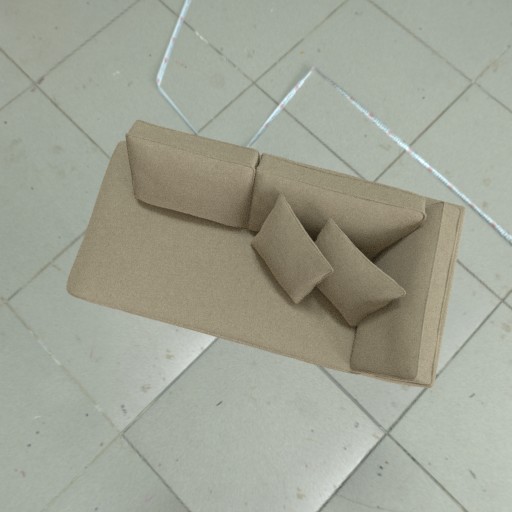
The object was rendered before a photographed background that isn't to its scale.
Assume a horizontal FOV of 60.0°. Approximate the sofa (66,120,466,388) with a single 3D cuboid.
[{"bbox_3d":[0.000,0.000,2.807,2.237,1.033,1.110,15,77,4],"label":"sofa"}]
